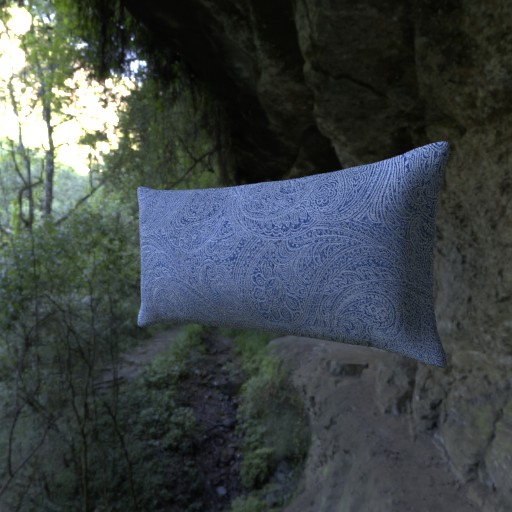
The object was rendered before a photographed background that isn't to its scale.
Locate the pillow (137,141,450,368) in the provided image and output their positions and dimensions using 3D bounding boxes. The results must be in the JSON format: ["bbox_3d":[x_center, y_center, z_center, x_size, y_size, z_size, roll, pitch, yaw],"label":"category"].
[{"bbox_3d":[0.000,0.000,0.750,0.615,0.295,0.151,0,0,36],"label":"pillow"}]
